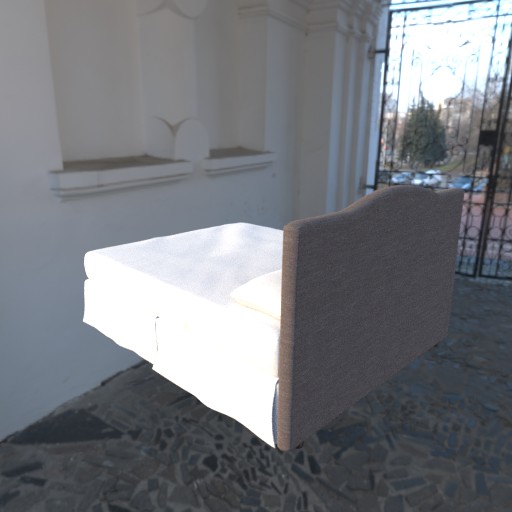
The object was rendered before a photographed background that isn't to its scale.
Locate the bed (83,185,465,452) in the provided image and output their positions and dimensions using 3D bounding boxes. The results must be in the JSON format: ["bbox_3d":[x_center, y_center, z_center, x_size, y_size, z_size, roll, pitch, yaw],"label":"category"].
[{"bbox_3d":[0.000,0.000,3.932,2.161,1.457,2.689,-15,22,-42],"label":"bed"}]
